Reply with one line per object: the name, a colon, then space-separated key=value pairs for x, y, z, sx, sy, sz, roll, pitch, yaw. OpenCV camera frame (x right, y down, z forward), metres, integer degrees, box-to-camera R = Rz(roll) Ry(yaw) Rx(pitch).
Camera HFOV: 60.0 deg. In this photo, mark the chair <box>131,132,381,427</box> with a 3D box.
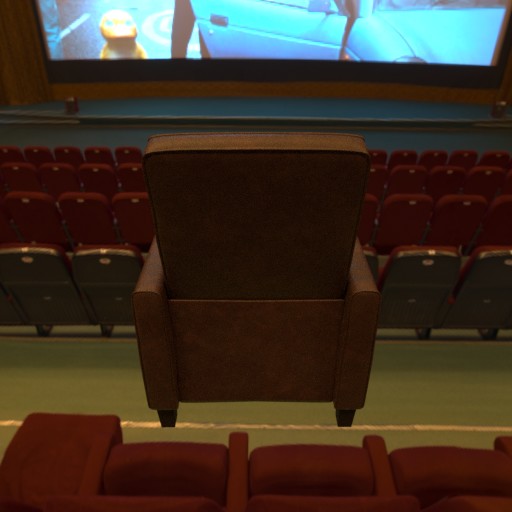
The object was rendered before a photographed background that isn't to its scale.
chair: x=0.000 y=0.000 z=1.530 sx=0.705 sy=1.013 sz=0.746 roll=0 pitch=30 yaw=0
